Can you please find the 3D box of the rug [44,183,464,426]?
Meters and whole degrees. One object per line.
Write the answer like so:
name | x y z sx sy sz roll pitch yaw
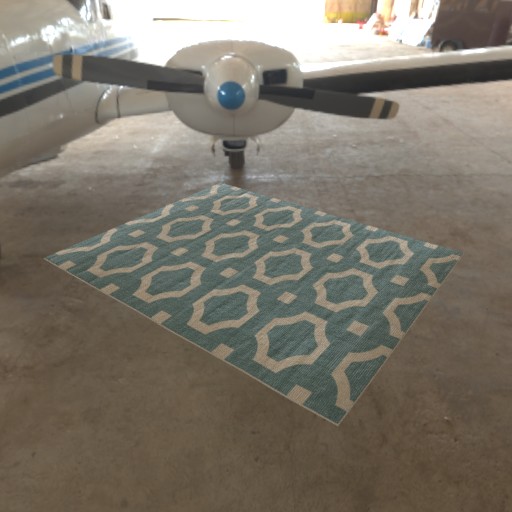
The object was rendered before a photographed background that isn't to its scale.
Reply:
rug | 0.000 0.000 4.126 3.049 0.021 2.466 21 36 32
